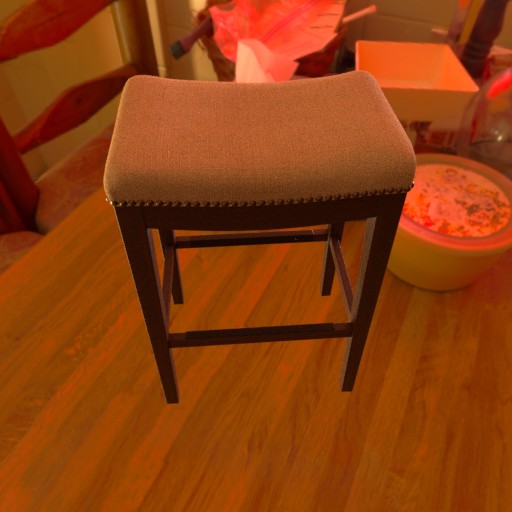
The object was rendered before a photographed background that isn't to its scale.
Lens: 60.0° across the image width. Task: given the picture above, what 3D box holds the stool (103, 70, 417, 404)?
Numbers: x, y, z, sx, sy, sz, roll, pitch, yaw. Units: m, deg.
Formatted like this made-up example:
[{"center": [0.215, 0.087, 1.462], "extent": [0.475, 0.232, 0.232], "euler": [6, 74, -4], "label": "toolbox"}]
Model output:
[{"center": [0.000, 0.000, 1.052], "extent": [0.509, 0.768, 0.363], "euler": [-3, 48, -3], "label": "stool"}]
